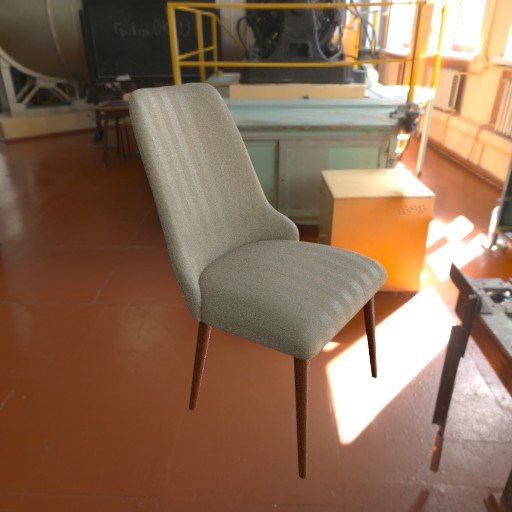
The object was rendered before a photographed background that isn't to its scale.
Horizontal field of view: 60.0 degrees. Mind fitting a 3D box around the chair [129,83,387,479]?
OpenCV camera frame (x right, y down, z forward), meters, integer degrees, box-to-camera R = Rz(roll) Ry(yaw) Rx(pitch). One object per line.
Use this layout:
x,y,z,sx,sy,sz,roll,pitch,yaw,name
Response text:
0.000,0.000,1.323,0.684,0.917,0.526,18,32,32,chair
